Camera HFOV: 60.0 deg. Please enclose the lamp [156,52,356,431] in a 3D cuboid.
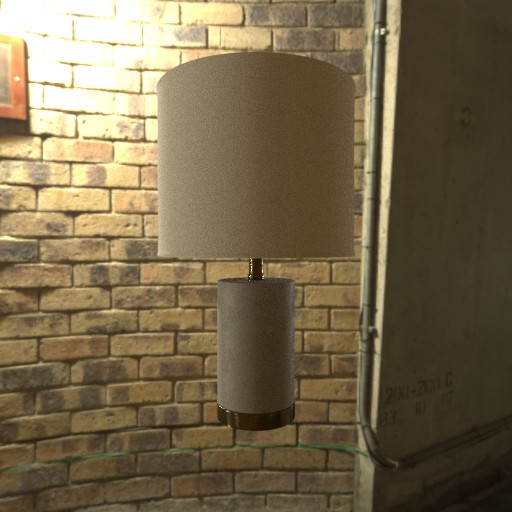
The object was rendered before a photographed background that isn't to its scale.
[{"bbox_3d":[0.000,0.000,0.525,0.229,0.380,0.229,0,1,0],"label":"lamp"}]
